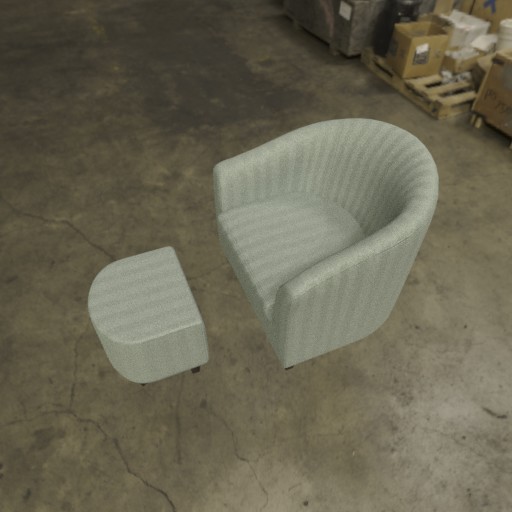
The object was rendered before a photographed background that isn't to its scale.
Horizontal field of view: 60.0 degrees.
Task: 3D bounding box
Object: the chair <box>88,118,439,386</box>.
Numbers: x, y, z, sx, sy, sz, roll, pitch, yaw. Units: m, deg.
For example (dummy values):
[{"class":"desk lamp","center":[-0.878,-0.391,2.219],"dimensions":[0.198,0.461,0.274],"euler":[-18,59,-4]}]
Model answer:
[{"class":"chair","center":[0.000,0.000,1.722],"dimensions":[1.288,0.757,0.756],"euler":[-17,49,-15]}]
